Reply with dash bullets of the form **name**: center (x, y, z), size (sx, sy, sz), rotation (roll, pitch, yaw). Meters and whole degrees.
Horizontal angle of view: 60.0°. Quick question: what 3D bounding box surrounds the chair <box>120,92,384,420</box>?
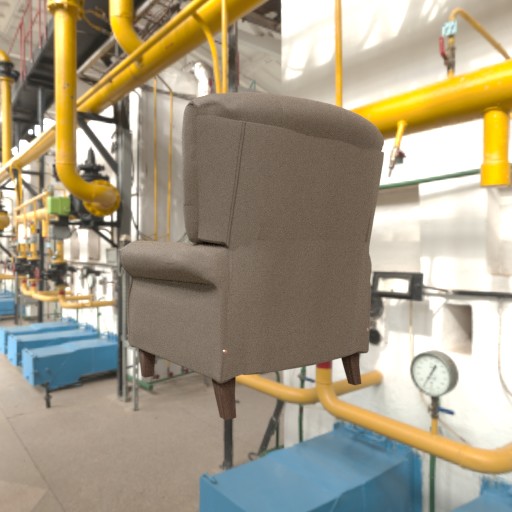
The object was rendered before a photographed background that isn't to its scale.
- **chair**: center (0.000, 0.000, 1.987), size (0.999, 1.138, 1.041), rotation (0, 0, -37)
